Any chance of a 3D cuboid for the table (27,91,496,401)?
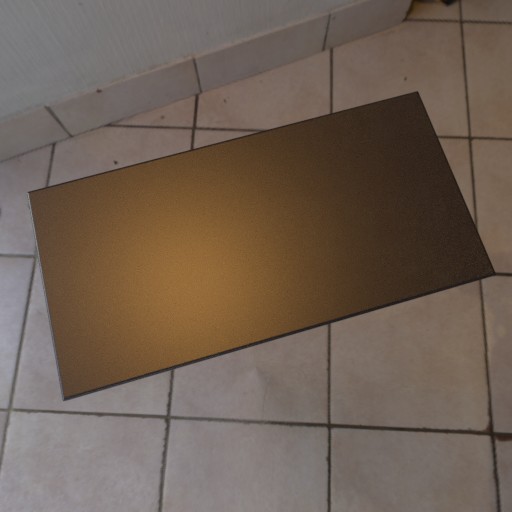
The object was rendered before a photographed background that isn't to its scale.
[{"bbox_3d":[0.000,0.000,1.391,1.107,0.510,0.550,-16,76,-4],"label":"table"}]
